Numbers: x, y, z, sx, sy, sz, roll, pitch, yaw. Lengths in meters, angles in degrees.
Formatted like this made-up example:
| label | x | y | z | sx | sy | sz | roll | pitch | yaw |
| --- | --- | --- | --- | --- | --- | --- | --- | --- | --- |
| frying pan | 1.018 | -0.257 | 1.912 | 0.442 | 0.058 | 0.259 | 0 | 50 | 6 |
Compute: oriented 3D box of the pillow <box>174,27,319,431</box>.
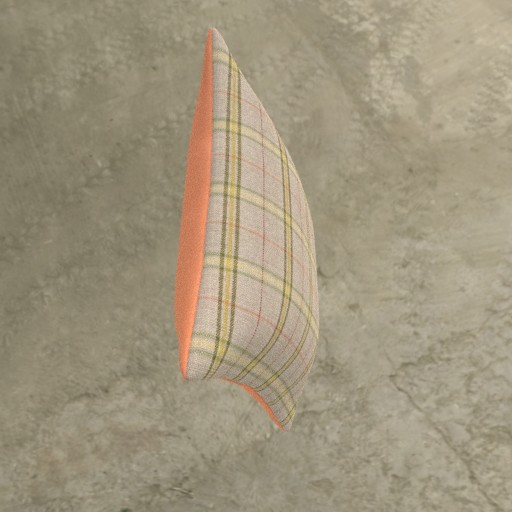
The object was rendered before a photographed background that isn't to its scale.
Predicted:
| label | x | y | z | sx | sy | sz | roll | pitch | yaw |
| --- | --- | --- | --- | --- | --- | --- | --- | --- | --- |
| pillow | 0.000 | 0.000 | 0.665 | 0.200 | 0.430 | 0.453 | 0 | 63 | 0 |
